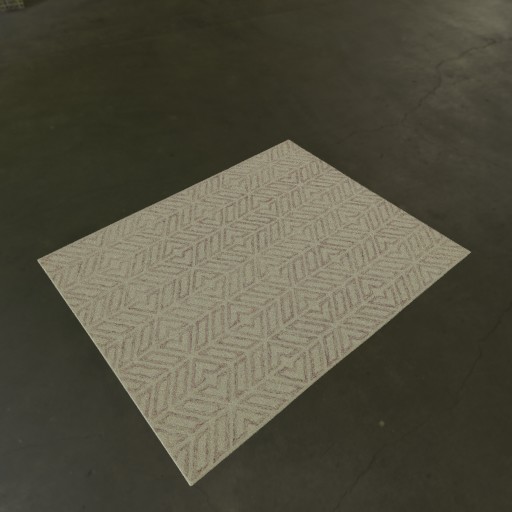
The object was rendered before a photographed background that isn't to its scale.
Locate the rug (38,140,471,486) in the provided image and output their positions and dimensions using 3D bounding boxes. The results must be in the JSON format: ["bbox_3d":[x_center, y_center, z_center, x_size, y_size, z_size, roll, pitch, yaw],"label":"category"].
[{"bbox_3d":[0.000,0.000,3.972,3.045,0.008,2.421,-31,54,-26],"label":"rug"}]
